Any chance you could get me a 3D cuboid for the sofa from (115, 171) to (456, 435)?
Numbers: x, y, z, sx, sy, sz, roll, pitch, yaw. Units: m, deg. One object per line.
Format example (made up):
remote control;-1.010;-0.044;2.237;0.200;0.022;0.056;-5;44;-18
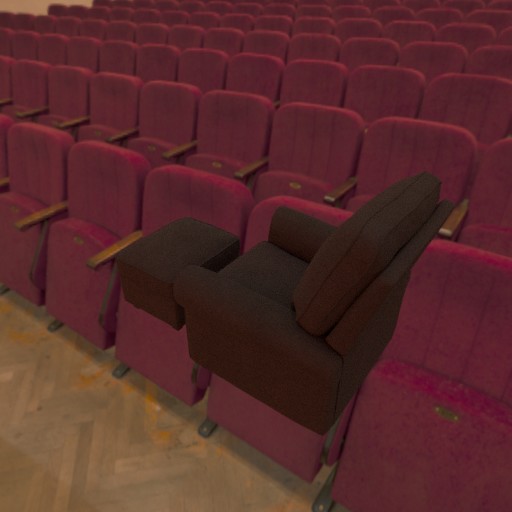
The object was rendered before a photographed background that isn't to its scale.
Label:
sofa;0.000;0.000;2.079;1.478;0.959;0.880;21;38;30
